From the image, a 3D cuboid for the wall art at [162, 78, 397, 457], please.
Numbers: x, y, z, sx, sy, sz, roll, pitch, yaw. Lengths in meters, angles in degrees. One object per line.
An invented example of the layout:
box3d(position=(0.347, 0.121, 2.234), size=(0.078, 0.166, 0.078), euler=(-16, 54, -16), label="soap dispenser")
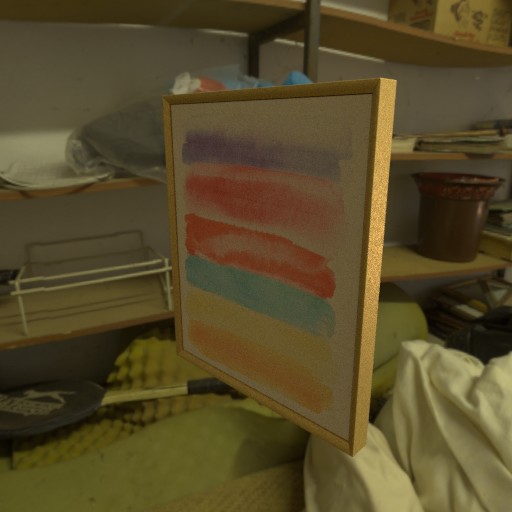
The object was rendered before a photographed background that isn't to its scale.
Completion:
box3d(position=(0.000, 0.000, 0.910), size=(0.537, 0.642, 0.048), euler=(15, 22, 42), label="wall art")
